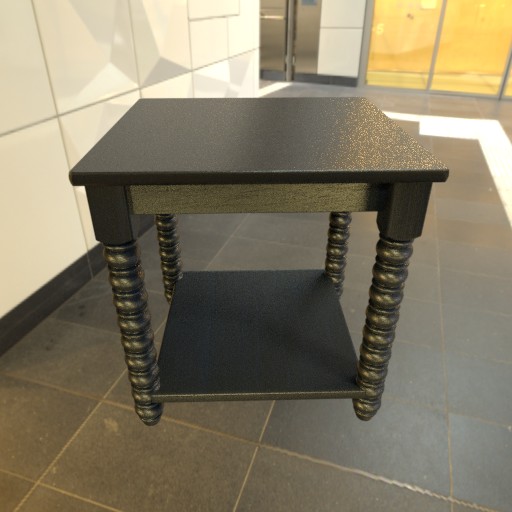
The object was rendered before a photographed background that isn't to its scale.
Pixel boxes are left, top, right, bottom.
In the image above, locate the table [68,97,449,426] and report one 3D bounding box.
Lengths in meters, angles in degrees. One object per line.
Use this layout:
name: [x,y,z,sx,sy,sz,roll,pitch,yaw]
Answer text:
table: [0.000,0.000,0.968,0.533,0.567,0.500,-1,31,-1]
